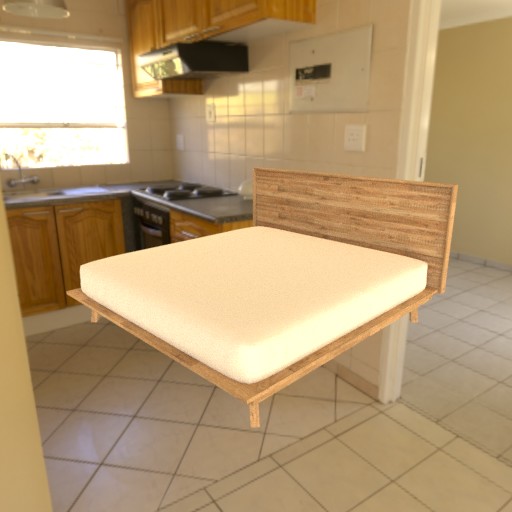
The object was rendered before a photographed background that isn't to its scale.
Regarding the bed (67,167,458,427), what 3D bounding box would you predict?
[{"bbox_3d":[0.000,0.000,3.448,2.167,1.100,2.116,-16,22,-43],"label":"bed"}]
